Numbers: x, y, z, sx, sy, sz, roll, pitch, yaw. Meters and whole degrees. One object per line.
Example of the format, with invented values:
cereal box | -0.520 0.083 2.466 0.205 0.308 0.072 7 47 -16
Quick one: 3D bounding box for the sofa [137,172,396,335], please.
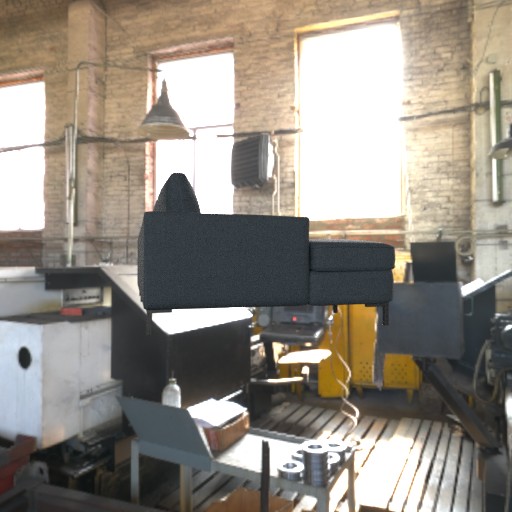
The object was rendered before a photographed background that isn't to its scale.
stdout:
sofa | 0.000 0.000 3.887 1.984 0.858 2.975 0 -1 -16
